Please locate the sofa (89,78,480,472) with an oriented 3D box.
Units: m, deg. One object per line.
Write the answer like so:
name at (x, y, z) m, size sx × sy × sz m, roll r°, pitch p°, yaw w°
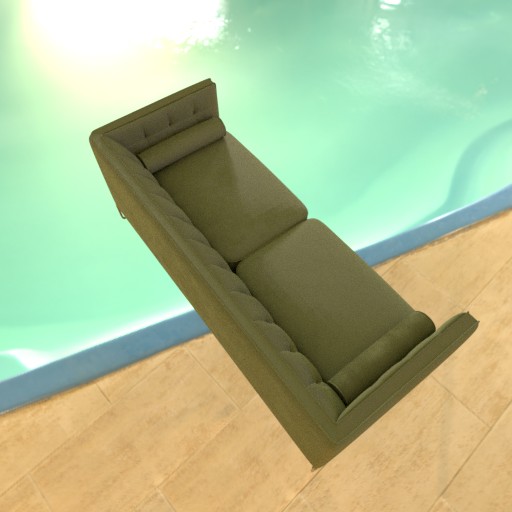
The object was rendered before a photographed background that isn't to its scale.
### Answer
sofa at (0.000, 0.000, 2.494) m, size 0.867 × 0.789 × 2.087 m, roll -33°, pitch 63°, yaw -19°
